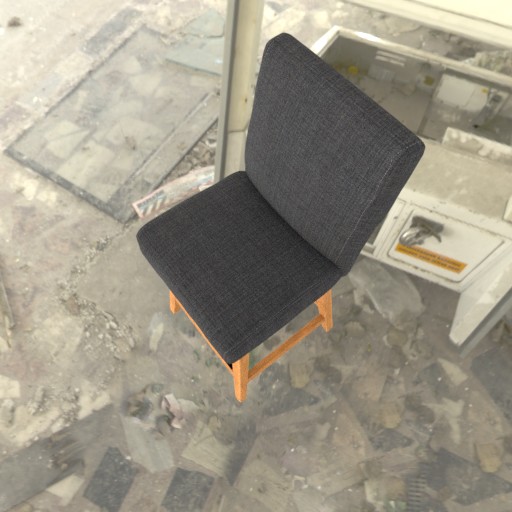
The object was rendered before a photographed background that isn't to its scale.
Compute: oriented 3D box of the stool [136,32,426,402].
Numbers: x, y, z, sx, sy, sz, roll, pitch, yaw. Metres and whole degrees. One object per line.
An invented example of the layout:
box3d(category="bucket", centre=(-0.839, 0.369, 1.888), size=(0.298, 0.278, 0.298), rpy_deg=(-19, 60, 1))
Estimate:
box3d(category="stool", centre=(0.000, 0.000, 1.300), size=(0.526, 1.010, 0.459), rpy_deg=(-35, 68, -16))
